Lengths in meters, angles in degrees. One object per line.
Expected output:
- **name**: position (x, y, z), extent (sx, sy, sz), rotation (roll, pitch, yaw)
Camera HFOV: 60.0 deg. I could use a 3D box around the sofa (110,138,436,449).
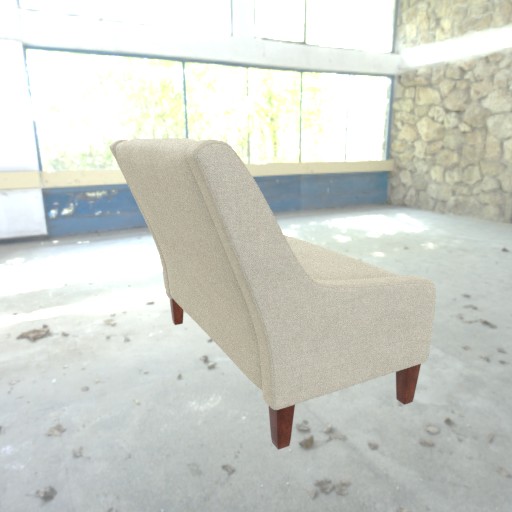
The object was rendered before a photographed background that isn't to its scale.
- **sofa**: position (0.000, 0.000, 1.902), extent (0.946, 0.976, 1.212), rotation (-7, 16, -26)
